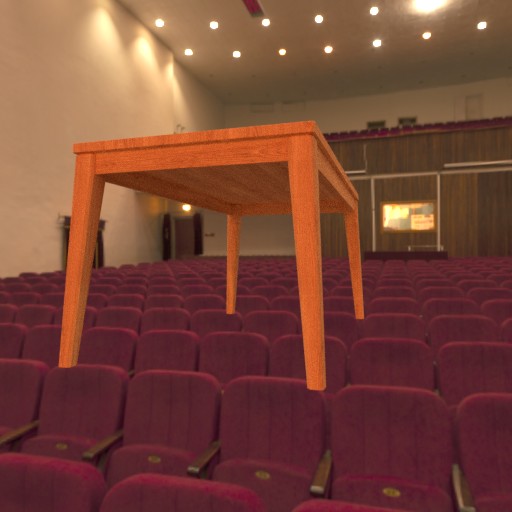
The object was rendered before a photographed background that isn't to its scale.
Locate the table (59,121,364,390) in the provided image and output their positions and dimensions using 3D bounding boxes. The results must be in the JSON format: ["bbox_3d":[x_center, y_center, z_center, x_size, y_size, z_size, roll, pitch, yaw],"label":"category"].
[{"bbox_3d":[0.000,0.000,2.124,0.900,0.760,1.600,0,-1,18],"label":"table"}]
